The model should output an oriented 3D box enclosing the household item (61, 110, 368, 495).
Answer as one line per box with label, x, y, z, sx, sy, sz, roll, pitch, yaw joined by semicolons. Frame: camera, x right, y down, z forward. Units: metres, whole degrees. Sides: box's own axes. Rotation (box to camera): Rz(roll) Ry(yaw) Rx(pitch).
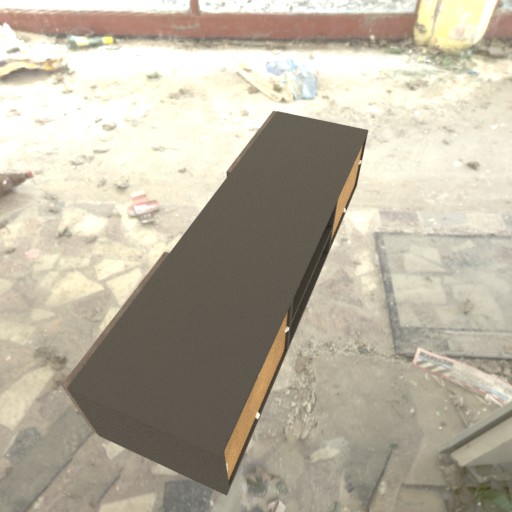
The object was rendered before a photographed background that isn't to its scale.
household item;0.000;0.000;1.549;0.420;0.310;1.400;17;49;15
